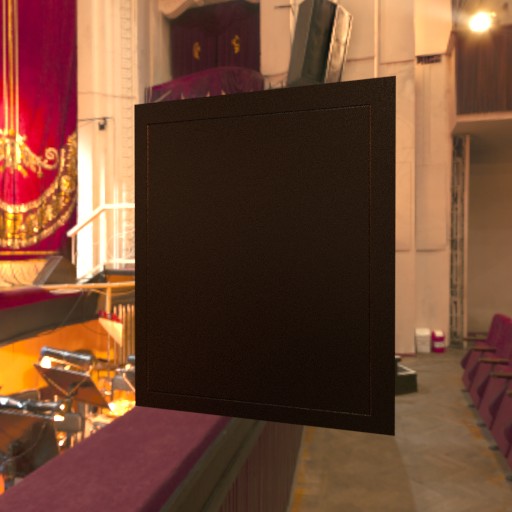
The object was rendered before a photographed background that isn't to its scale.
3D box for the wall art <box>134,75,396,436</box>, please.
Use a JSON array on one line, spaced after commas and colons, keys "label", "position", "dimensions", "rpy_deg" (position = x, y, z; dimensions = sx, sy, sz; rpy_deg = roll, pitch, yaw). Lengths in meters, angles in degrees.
[{"label": "wall art", "position": [0.000, 0.000, 0.769], "dimensions": [0.461, 0.558, 0.031], "rpy_deg": [0, 1, 17]}]
